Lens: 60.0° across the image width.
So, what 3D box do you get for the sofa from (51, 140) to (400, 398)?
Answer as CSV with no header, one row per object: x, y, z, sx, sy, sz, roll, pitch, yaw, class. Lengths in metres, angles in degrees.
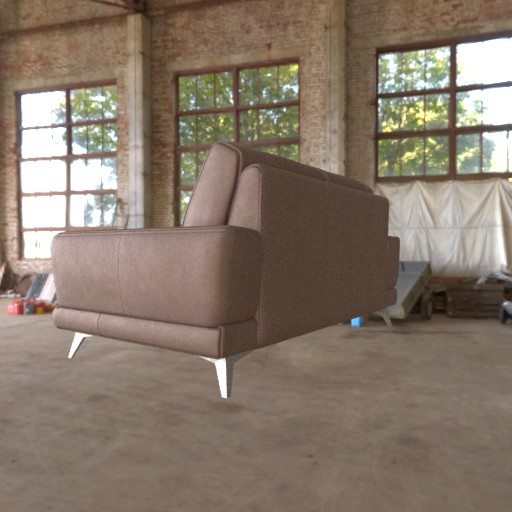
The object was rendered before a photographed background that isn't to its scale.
0.000,0.000,2.390,1.018,0.907,1.806,1,1,36,sofa
